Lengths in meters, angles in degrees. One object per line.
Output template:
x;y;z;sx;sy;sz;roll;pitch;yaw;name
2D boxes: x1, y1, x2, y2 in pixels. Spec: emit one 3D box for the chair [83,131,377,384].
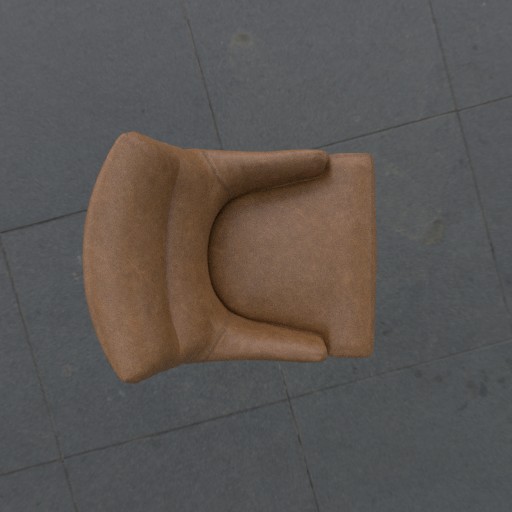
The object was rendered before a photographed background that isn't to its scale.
0.000;0.000;1.526;0.874;0.869;0.729;0;91;0;chair
